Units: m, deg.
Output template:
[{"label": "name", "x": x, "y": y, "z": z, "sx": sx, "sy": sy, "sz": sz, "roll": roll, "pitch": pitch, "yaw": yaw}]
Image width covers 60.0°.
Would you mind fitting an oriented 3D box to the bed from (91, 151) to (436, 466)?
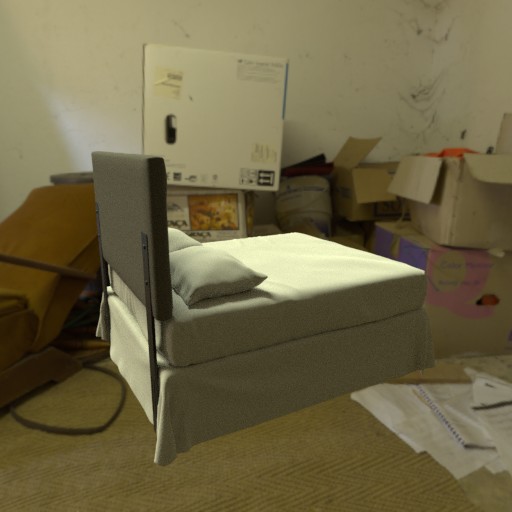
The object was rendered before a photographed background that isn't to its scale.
[{"label": "bed", "x": 0.000, "y": 0.000, "z": 3.433, "sx": 2.222, "sy": 1.577, "sz": 1.936, "roll": -8, "pitch": 16, "yaw": -28}]
